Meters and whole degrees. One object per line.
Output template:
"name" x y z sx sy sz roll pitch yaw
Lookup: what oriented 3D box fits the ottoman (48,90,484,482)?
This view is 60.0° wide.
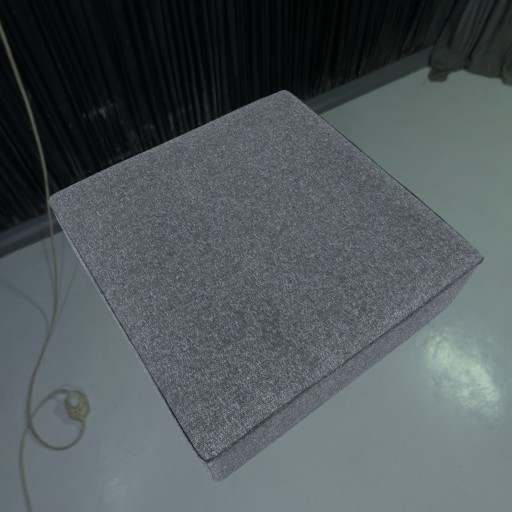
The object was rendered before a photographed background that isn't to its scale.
"ottoman" 0.000 0.000 1.537 1.021 0.423 1.017 -30 61 -18
